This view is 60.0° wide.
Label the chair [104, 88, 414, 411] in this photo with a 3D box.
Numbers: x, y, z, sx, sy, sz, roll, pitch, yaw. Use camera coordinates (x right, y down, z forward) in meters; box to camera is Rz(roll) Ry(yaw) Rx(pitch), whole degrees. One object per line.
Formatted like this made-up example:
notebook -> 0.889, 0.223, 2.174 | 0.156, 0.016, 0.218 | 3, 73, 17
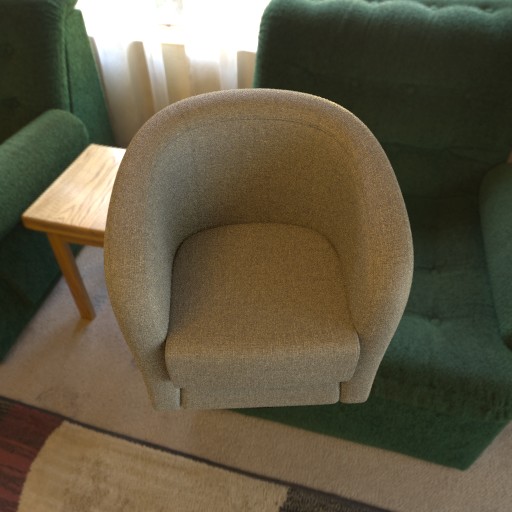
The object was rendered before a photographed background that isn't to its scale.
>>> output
chair -> 0.000, 0.000, 1.430 | 0.791, 0.771, 0.815 | -2, 45, -2
